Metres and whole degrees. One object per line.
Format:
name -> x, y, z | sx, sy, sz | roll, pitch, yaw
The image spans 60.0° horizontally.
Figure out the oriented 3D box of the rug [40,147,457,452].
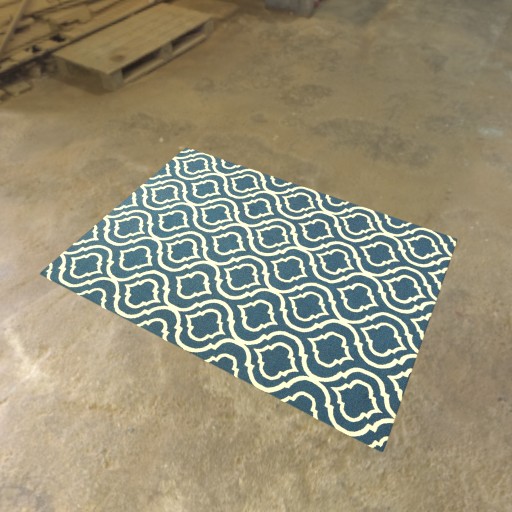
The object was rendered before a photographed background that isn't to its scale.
rug -> 0.000, 0.000, 2.762 | 2.134, 0.010, 1.524 | 22, 51, 19
